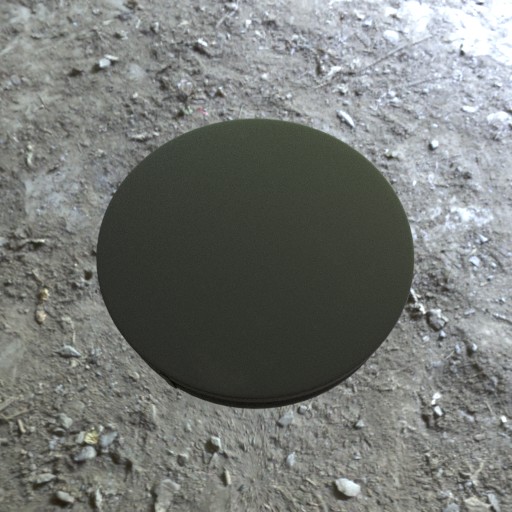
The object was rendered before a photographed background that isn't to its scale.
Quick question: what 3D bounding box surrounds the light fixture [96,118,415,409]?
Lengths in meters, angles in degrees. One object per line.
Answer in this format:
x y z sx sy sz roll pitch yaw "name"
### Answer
0.000 0.000 0.543 0.356 0.102 0.356 0 63 0 "light fixture"
